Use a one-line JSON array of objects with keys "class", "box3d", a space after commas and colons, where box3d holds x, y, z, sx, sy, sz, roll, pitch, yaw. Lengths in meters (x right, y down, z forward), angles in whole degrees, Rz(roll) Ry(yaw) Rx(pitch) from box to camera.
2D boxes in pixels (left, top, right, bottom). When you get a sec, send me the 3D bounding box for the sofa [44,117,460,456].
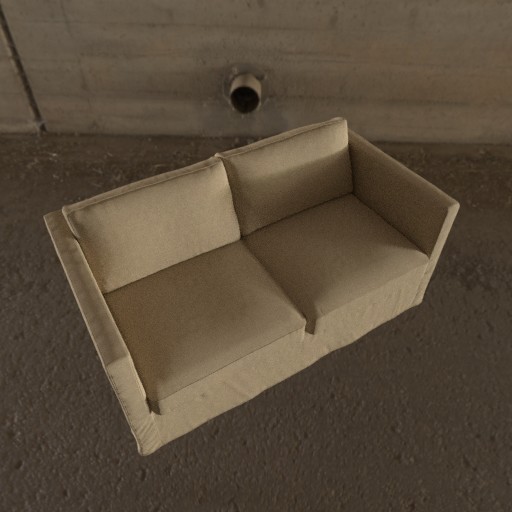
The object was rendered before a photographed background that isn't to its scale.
[{"class": "sofa", "box3d": [0.000, 0.000, 2.223, 1.719, 0.835, 0.962, -23, 49, -21]}]
